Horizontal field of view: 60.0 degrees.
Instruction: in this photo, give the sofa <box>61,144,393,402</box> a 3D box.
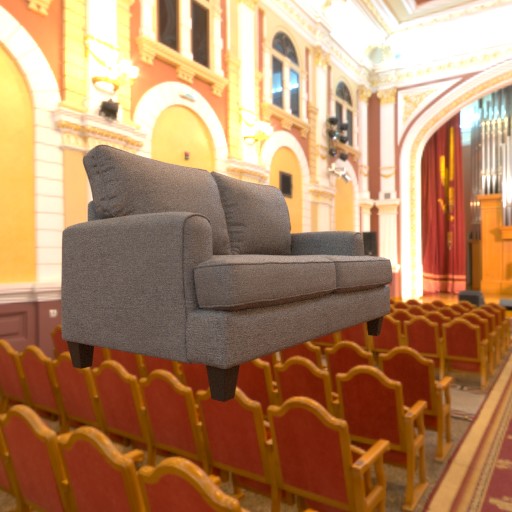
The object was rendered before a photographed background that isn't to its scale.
[{"bbox_3d":[0.000,0.000,2.313,0.965,0.965,1.651,0,0,35],"label":"sofa"}]
